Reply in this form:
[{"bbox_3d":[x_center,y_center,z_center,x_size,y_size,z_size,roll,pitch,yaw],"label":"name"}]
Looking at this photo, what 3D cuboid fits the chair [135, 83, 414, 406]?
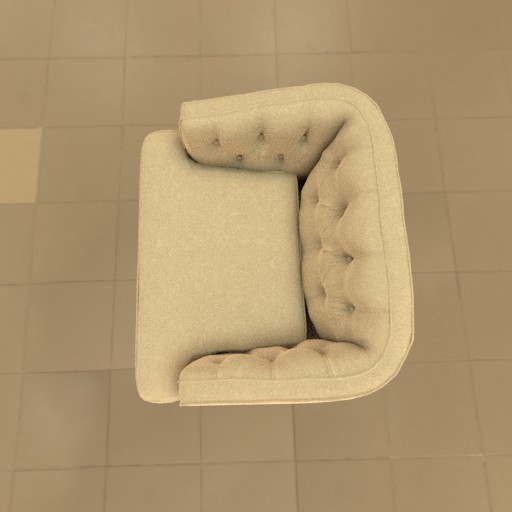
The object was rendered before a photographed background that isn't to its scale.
[{"bbox_3d":[0.000,0.000,1.774,0.941,0.852,1.104,-2,76,0],"label":"chair"}]
